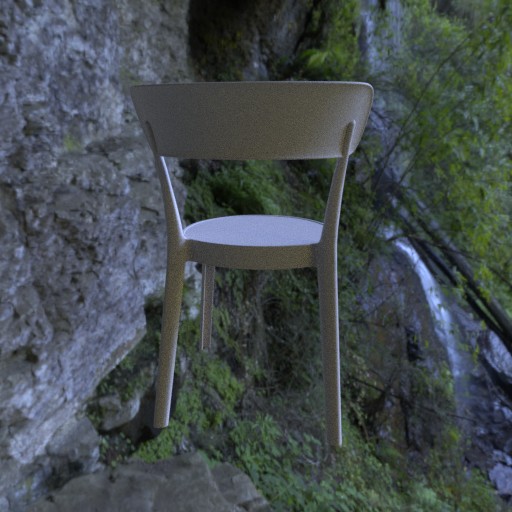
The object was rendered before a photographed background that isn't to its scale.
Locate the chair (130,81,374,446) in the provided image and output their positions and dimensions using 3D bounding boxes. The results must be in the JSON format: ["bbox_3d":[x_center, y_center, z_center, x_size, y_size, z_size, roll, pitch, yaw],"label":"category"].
[{"bbox_3d":[0.000,0.000,1.127,0.506,0.790,0.491,2,16,8],"label":"chair"}]
